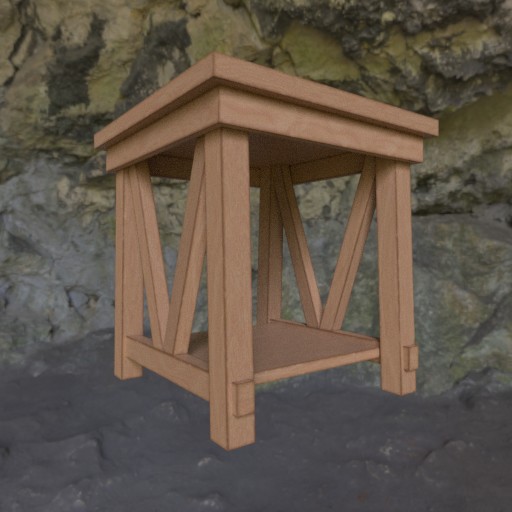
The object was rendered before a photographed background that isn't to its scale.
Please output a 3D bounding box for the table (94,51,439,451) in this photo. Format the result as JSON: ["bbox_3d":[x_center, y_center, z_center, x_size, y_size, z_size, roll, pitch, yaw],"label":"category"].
[{"bbox_3d":[0.000,0.000,1.106,0.610,0.638,0.612,-1,1,-36],"label":"table"}]
